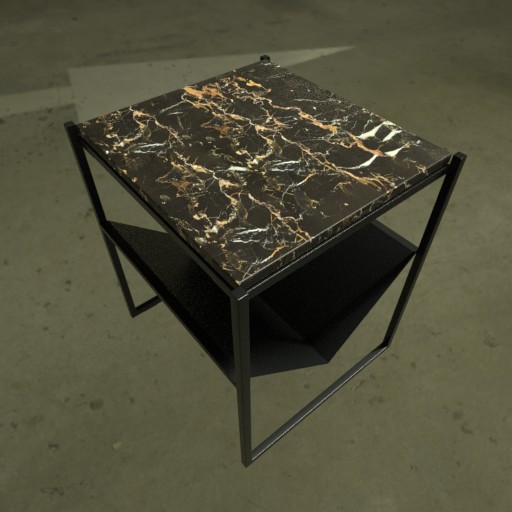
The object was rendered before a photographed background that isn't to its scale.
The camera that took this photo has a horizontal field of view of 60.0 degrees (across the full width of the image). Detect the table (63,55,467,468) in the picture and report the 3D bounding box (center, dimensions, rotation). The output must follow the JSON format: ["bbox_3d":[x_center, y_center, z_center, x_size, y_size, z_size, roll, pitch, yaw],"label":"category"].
[{"bbox_3d":[0.000,0.000,0.885,0.432,0.534,0.469,-31,54,-26],"label":"table"}]
